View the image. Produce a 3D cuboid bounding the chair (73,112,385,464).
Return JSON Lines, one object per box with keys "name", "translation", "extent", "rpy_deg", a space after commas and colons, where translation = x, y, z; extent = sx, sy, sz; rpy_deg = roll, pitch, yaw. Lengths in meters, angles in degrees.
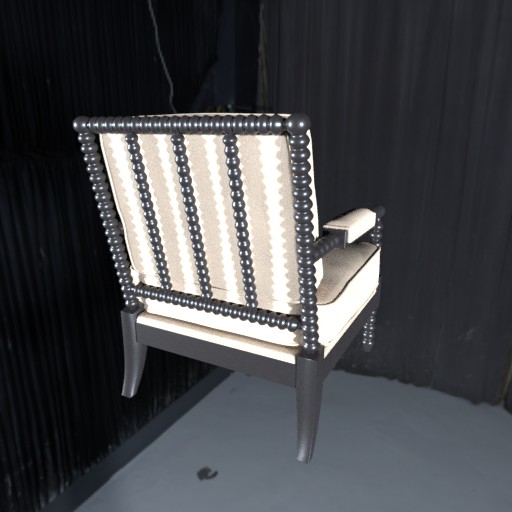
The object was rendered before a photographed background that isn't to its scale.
{"name": "chair", "translation": [0.000, 0.000, 1.165], "extent": [0.555, 0.703, 0.657], "rpy_deg": [9, 18, 27]}
